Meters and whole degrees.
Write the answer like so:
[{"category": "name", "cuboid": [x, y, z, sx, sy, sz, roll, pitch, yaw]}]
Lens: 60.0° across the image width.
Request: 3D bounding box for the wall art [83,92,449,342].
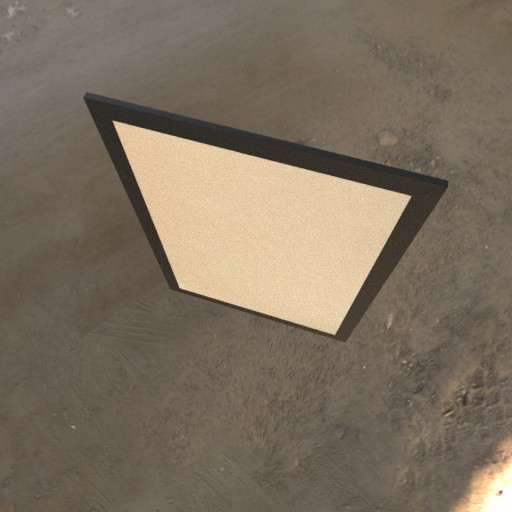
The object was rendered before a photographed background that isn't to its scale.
[{"category": "wall art", "cuboid": [0.000, 0.000, 0.678, 0.379, 0.530, 0.008, 16, 64, 8]}]
